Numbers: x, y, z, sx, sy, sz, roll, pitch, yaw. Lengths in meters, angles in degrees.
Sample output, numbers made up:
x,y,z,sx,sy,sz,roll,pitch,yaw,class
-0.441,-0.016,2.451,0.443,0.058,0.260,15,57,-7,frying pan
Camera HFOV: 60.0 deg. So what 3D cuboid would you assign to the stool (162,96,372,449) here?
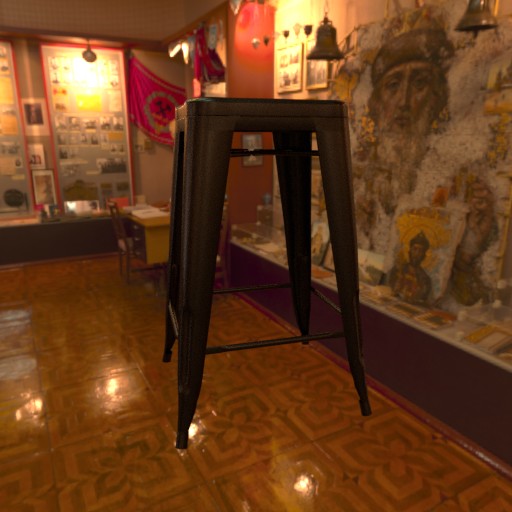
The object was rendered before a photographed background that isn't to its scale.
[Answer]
x,y,z,sx,sy,sz,roll,pitch,yaw,class
0.000,0.000,0.934,0.455,0.609,0.423,-7,16,-26,stool
